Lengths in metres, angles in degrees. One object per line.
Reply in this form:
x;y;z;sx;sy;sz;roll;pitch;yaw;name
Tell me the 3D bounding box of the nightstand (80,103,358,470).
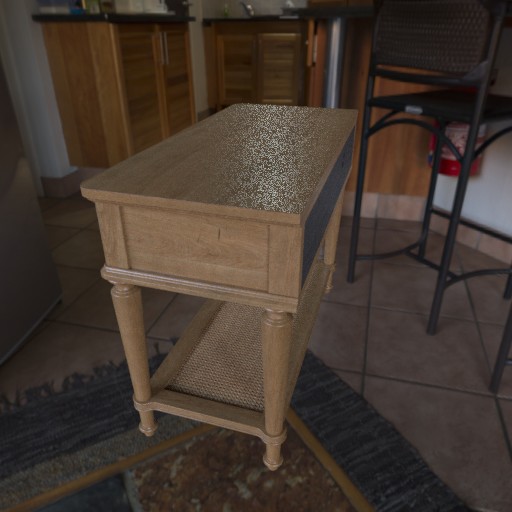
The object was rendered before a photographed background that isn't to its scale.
0.000;0.000;1.316;0.432;0.700;0.914;8;30;15;nightstand
